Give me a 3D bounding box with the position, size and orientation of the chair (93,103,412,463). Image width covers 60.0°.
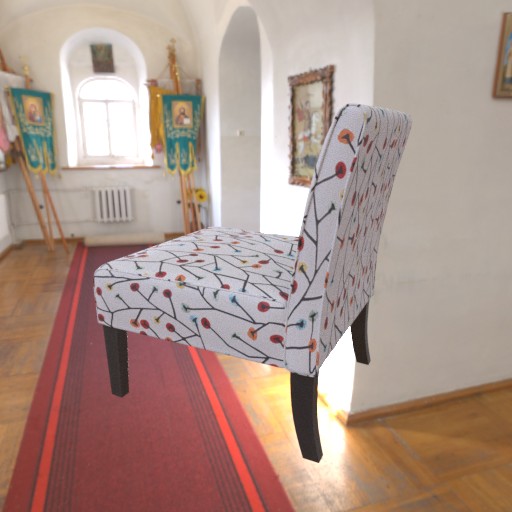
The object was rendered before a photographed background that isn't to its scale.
[{"bbox_3d":[0.000,0.000,1.305,0.732,0.813,0.597,8,18,26],"label":"chair"}]
